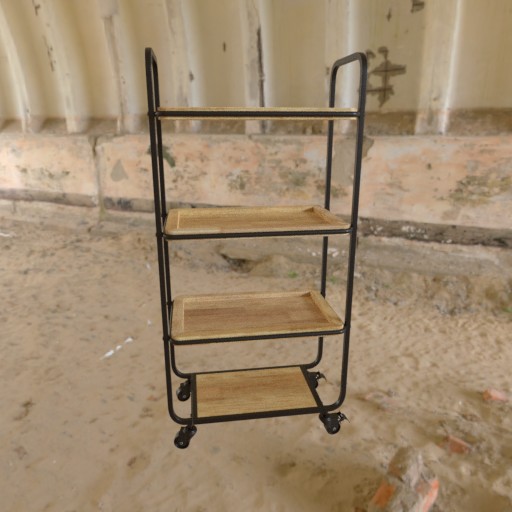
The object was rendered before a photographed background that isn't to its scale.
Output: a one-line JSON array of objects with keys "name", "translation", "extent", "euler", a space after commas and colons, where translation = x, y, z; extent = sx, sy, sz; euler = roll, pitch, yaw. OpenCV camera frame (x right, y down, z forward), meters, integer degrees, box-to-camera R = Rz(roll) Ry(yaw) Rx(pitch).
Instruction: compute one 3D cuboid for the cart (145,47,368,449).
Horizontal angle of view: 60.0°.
[{"name": "cart", "translation": [0.000, 0.000, 1.294], "extent": [0.545, 1.080, 0.321], "euler": [-2, 17, -8]}]
